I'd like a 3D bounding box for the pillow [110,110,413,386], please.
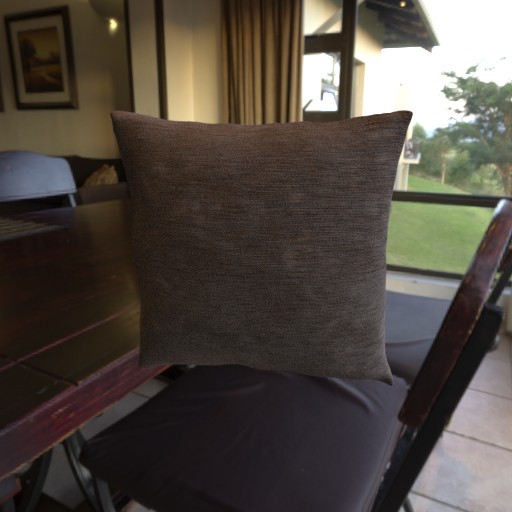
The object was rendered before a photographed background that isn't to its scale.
[{"bbox_3d":[0.000,0.000,0.698,0.452,0.439,0.204,2,16,9],"label":"pillow"}]
